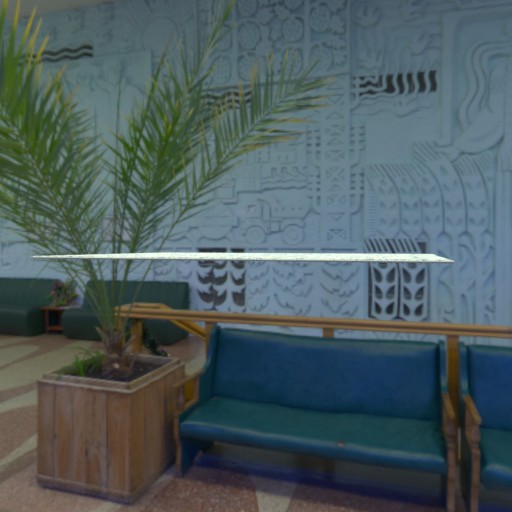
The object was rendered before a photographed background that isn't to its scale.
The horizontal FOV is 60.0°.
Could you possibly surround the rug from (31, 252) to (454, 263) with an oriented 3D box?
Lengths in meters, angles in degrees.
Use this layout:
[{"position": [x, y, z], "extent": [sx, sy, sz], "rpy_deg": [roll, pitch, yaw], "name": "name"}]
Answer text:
[{"position": [0.000, 0.000, 3.543], "extent": [2.746, 0.018, 1.819], "rpy_deg": [0, 1, 19], "name": "rug"}]
